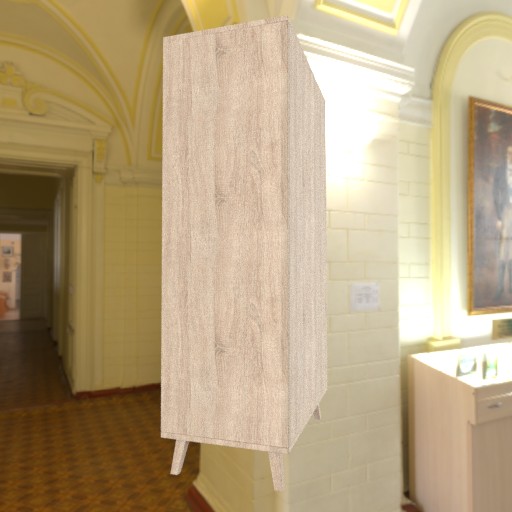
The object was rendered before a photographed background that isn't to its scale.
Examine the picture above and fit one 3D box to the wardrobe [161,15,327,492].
[{"bbox_3d":[0.000,0.000,2.370,0.600,1.960,1.000,-1,-2,18],"label":"wardrobe"}]
